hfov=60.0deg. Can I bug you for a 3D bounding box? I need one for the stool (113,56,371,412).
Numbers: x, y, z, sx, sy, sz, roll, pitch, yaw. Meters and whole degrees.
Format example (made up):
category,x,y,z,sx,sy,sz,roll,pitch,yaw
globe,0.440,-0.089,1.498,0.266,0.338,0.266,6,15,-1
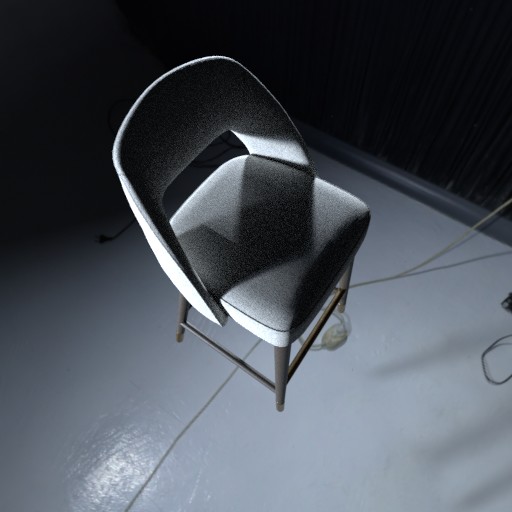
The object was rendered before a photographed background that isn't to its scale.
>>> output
category,x,y,z,sx,sy,sz,roll,pitch,yaw
stool,0.000,0.000,1.242,0.509,0.940,0.494,30,63,17
